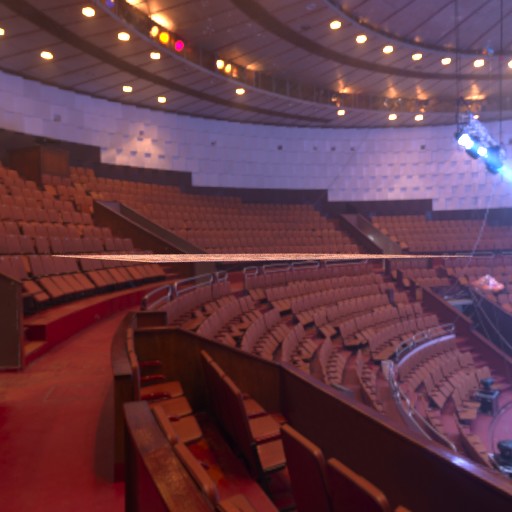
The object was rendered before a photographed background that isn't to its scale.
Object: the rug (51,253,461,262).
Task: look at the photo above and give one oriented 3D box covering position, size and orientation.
[{"bbox_3d":[0.000,0.000,4.119,3.067,0.005,2.454,-1,1,-35],"label":"rug"}]
